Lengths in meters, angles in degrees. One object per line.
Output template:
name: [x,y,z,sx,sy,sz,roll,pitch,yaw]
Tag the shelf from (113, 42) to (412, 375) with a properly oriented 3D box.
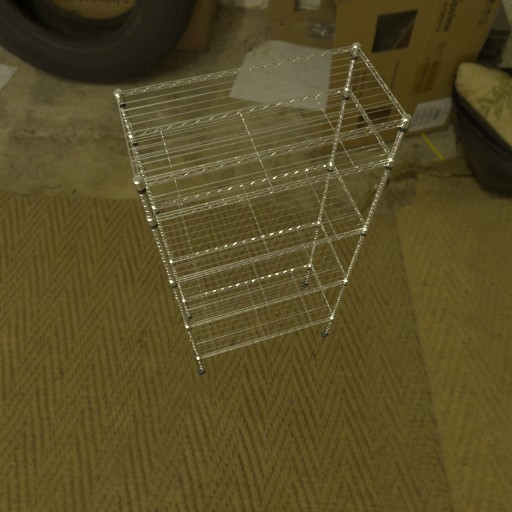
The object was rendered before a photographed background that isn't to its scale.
shelf: [0.000,0.000,1.875,0.762,1.587,0.356,-15,60,-9]
